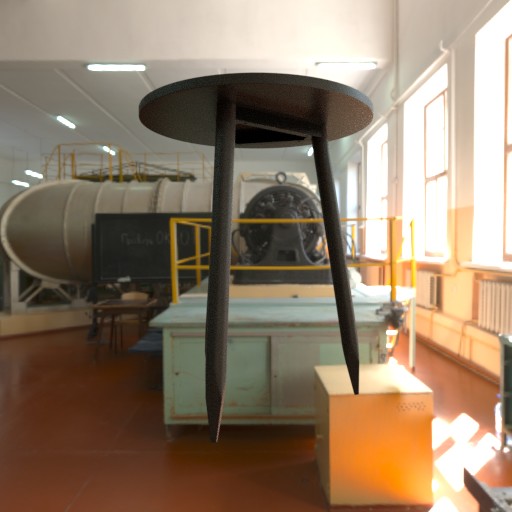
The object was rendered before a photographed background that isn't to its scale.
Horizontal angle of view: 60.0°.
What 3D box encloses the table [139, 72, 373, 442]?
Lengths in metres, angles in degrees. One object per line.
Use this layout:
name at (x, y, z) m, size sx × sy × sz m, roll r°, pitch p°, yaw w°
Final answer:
table at (0.000, 0.000, 0.902) m, size 0.457 × 0.585 × 0.457 m, roll 0°, pitch 2°, yaw 0°
